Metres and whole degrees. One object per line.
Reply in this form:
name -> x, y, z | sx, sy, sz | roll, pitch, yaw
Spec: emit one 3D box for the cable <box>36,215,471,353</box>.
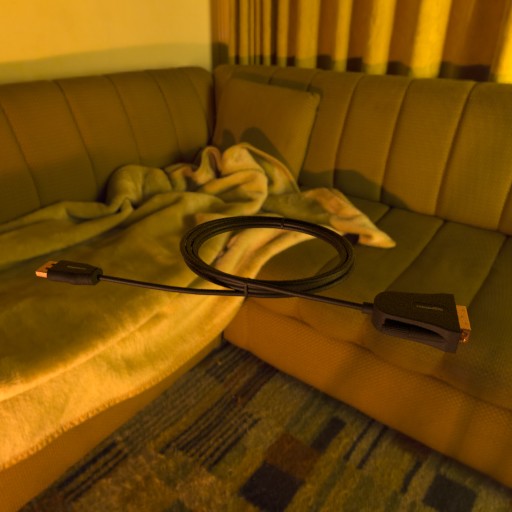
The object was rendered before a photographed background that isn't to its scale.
cable -> 0.000, 0.000, 0.331 | 0.281, 0.015, 0.136 | 8, 29, 14
